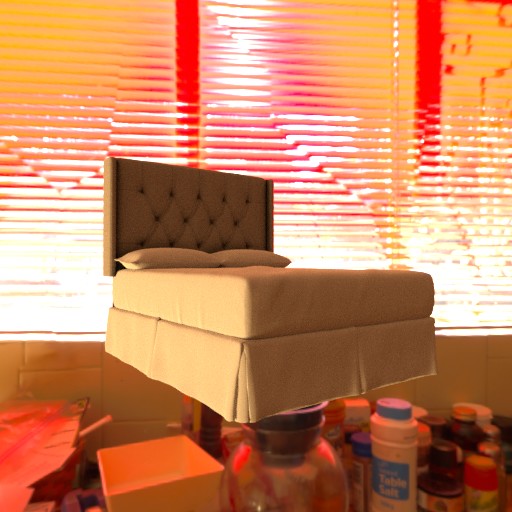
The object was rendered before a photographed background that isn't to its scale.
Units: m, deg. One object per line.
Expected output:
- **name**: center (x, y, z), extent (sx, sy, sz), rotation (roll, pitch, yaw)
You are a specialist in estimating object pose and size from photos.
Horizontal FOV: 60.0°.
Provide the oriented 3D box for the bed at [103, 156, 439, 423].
- **bed**: center (0.000, 0.000, 3.368), extent (1.719, 1.665, 2.066), rotation (1, -1, -36)
